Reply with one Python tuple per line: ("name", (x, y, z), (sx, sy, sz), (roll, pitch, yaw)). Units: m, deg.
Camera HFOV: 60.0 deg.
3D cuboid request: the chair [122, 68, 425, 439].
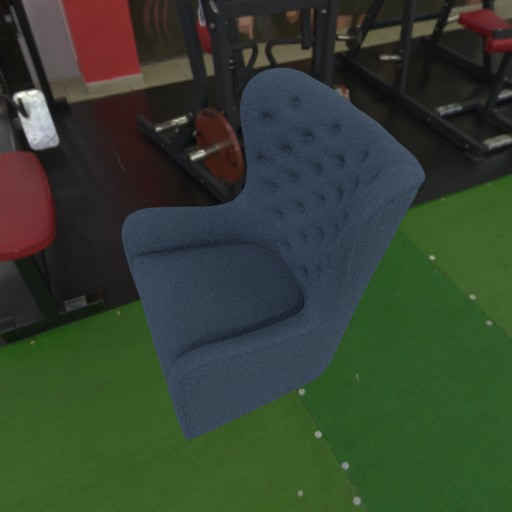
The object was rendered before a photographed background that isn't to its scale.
("chair", (0.000, 0.000, 1.726), (0.930, 1.079, 0.831), (-17, 48, -16))
